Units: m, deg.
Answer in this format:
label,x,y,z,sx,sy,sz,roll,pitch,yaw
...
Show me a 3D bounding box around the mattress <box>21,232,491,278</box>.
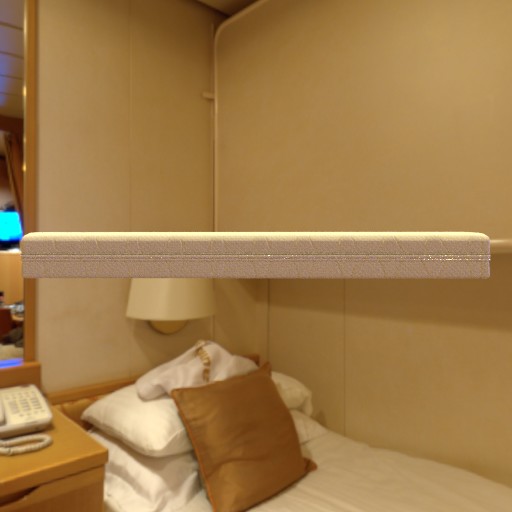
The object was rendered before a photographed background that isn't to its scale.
label,x,y,z,sx,sy,sz,roll,pitch,yaw
mattress,0.000,0.000,2.571,2.000,0.200,1.400,0,0,1
